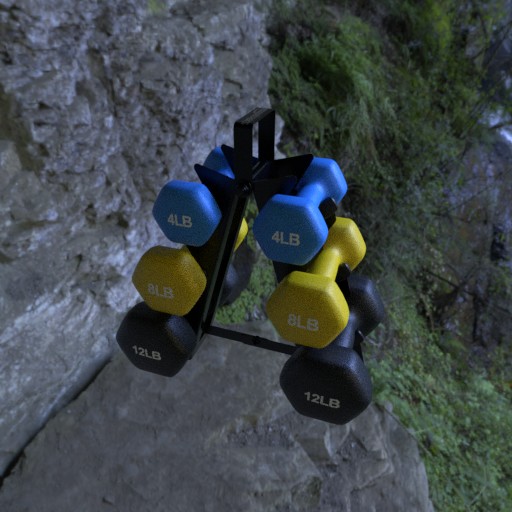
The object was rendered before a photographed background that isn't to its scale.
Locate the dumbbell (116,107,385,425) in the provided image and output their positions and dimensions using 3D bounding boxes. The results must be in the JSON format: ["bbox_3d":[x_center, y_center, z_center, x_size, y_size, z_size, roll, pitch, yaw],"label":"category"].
[{"bbox_3d":[0.000,0.000,0.683,0.409,0.426,0.255,10,33,17],"label":"dumbbell"}]
